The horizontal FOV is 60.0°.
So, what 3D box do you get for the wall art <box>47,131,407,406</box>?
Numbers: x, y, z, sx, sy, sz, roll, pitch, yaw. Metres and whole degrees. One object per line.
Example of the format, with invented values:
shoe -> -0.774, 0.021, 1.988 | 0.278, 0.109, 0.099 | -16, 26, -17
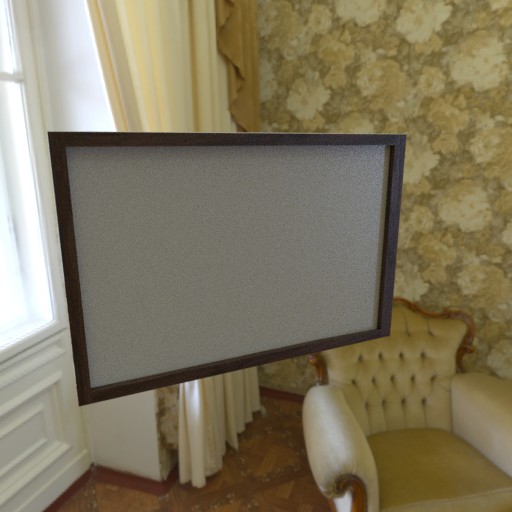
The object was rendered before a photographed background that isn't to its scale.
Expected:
wall art -> 0.000, 0.000, 1.898 | 1.520, 1.016, 0.051 | -7, 16, -24
